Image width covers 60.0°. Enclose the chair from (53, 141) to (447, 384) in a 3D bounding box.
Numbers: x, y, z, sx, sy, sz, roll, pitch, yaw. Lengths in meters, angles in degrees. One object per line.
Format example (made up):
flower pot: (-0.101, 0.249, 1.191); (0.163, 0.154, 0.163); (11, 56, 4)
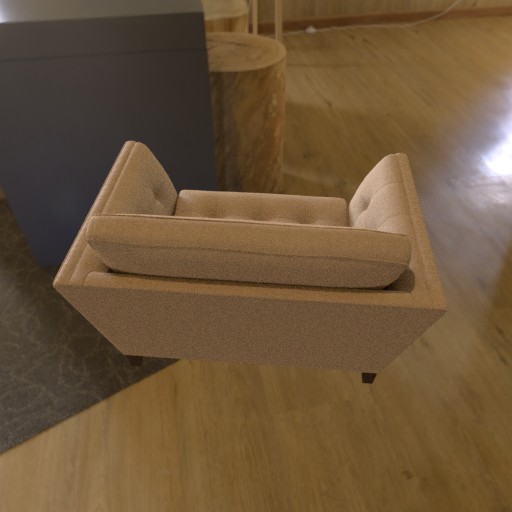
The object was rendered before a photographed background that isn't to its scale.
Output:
chair: (0.000, 0.000, 2.090); (1.397, 0.940, 0.965); (3, 46, 3)
